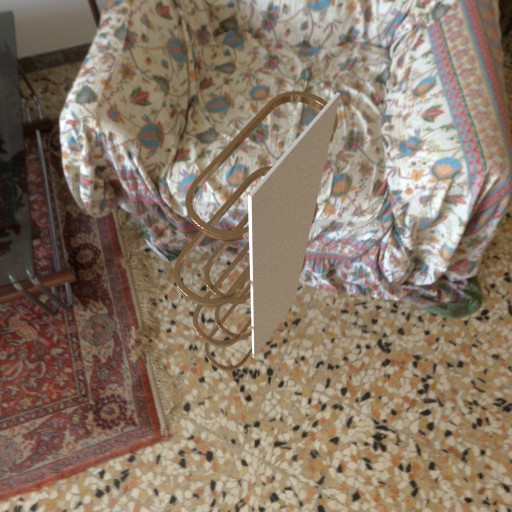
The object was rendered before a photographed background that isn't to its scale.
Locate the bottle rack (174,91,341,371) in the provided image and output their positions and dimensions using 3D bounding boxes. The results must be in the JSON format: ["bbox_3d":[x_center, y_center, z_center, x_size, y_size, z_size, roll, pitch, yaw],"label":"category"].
[{"bbox_3d":[0.000,0.000,0.827,0.118,0.709,0.332,33,68,15],"label":"bottle rack"}]
